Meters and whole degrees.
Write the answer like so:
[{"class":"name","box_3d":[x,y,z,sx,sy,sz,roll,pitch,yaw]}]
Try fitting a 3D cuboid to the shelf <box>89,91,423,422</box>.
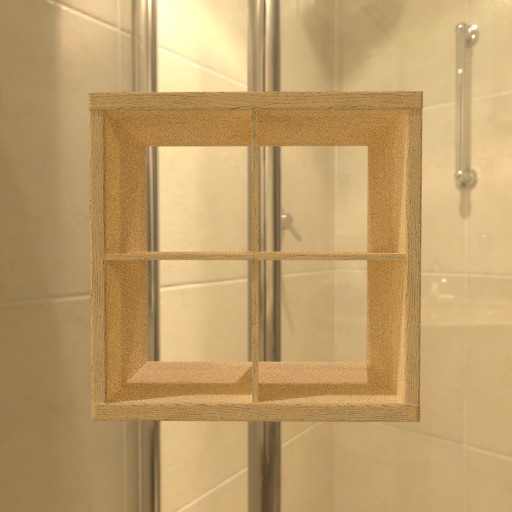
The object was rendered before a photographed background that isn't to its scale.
[{"class":"shelf","box_3d":[0.000,0.000,1.251,0.790,0.786,0.390,0,1,1]}]
